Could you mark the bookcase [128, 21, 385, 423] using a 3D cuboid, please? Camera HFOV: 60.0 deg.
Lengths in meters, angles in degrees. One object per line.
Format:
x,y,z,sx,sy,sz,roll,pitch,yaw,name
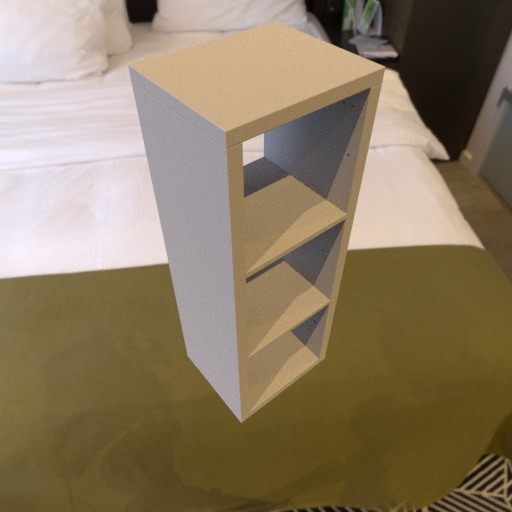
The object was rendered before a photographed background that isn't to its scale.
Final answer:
0.000,0.000,1.263,0.390,1.080,0.330,-30,53,-26,bookcase
